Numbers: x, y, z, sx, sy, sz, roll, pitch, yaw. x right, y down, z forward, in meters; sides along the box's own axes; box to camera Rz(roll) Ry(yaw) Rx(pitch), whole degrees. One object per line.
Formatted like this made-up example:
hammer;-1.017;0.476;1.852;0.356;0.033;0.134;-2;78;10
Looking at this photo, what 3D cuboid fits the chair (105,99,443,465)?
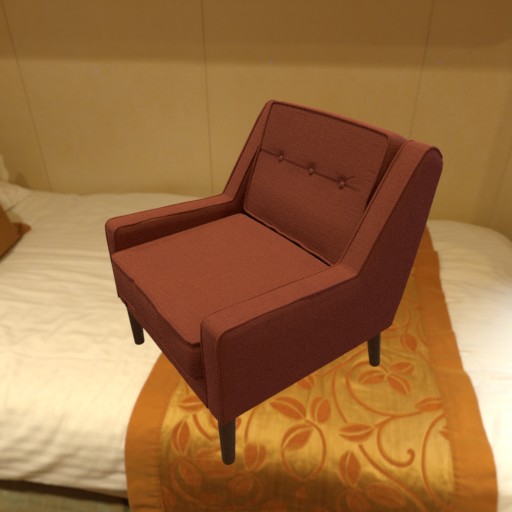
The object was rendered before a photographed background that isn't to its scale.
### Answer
chair;0.000;0.000;1.394;0.770;0.812;0.680;-21;38;-31
